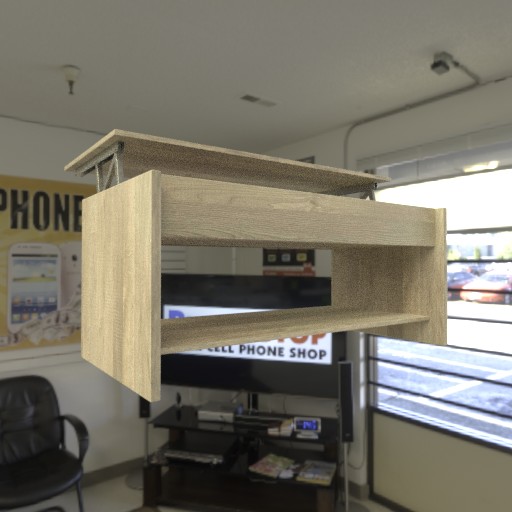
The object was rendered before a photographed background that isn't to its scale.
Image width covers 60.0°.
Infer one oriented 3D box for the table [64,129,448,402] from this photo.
[{"bbox_3d":[0.000,0.000,1.417,1.000,0.570,0.712,1,-1,-36],"label":"table"}]
